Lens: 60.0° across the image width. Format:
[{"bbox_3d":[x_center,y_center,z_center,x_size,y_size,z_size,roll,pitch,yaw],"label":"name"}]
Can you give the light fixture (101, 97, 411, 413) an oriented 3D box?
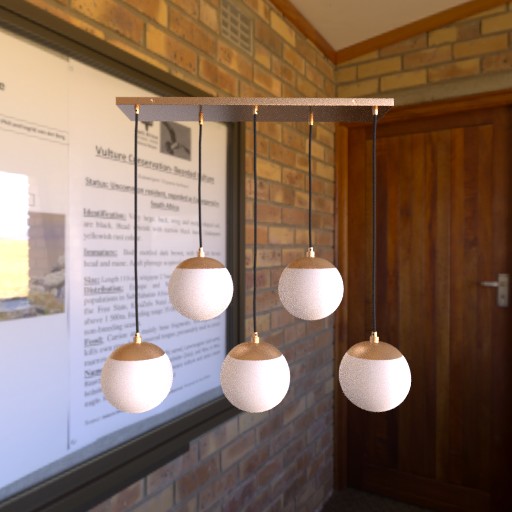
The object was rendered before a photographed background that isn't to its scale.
[{"bbox_3d":[0.000,0.000,1.297,0.863,0.869,0.299,0,1,-1],"label":"light fixture"}]
